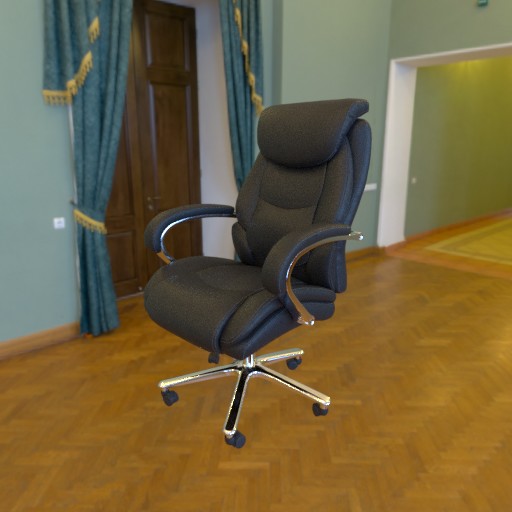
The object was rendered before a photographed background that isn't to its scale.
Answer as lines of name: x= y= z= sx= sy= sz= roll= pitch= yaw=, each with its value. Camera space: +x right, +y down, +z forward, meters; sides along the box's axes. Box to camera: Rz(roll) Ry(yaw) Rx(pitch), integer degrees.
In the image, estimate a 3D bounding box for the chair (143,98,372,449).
chair: x=0.000 y=0.000 z=1.730 sx=0.790 sy=1.183 sz=0.755 roll=-14 pitch=20 yaw=-42
